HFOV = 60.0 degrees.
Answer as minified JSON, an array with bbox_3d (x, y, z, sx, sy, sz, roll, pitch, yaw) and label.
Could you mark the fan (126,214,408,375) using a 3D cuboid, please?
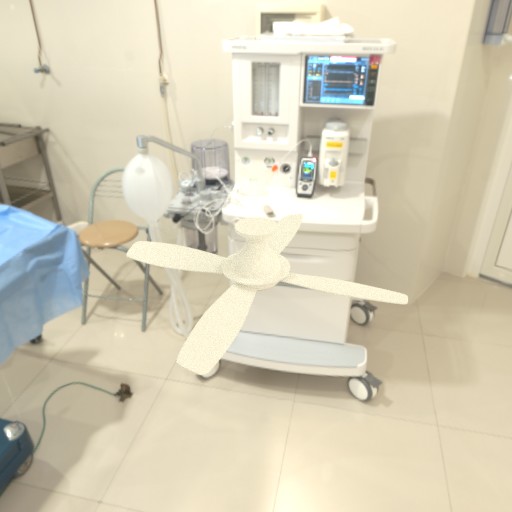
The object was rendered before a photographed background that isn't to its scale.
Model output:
[{"bbox_3d":[0.000,0.000,2.522,1.693,0.382,1.694,10,31,17],"label":"fan"}]
